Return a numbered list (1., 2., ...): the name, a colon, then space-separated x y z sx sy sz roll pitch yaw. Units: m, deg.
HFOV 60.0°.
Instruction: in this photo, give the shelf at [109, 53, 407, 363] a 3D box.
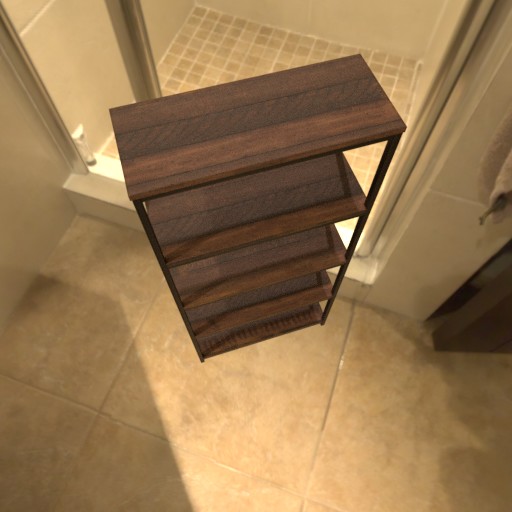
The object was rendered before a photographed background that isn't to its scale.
1. shelf: 0.000 0.000 2.220 0.874 1.860 0.359 -16 63 -8
